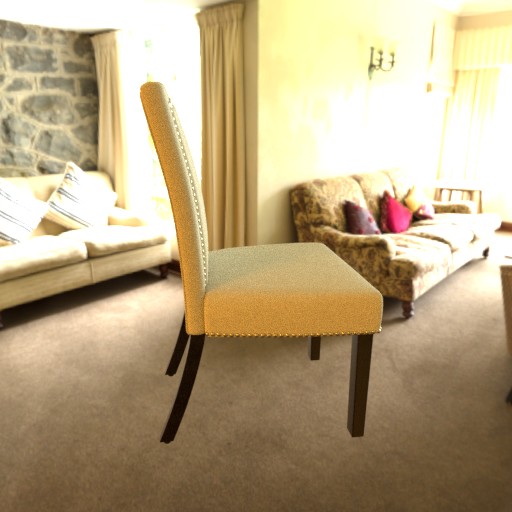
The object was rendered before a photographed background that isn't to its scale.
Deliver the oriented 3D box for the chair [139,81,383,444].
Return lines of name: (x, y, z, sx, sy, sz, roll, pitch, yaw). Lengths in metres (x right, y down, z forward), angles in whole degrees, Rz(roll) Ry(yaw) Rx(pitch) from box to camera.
chair: (0.000, 0.000, 1.296, 0.589, 0.946, 0.518, -3, 17, -8)
